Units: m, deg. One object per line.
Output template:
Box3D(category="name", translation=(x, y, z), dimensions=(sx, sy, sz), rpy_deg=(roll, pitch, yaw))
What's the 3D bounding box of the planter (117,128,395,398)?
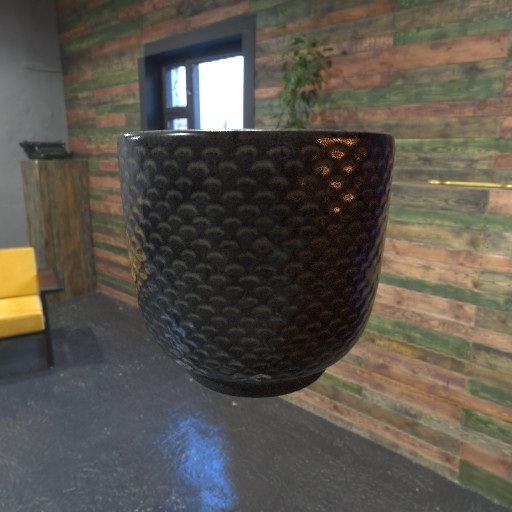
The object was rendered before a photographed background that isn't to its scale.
Box3D(category="planter", translation=(0.000, 0.000, 0.245), dimensions=(0.140, 0.129, 0.140), rpy_deg=(0, 13, 0))
